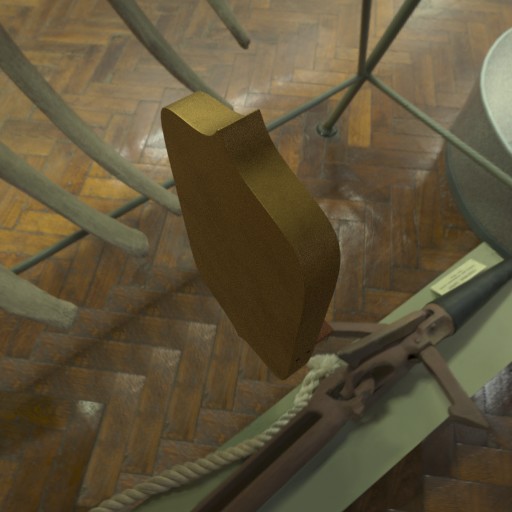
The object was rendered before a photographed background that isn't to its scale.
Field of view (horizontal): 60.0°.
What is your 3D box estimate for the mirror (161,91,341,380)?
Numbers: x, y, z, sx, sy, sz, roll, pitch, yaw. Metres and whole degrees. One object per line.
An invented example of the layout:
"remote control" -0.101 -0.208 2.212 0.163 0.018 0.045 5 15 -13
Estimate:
"mirror" 0.000 0.000 0.732 0.096 0.613 0.323 -33 65 -17
